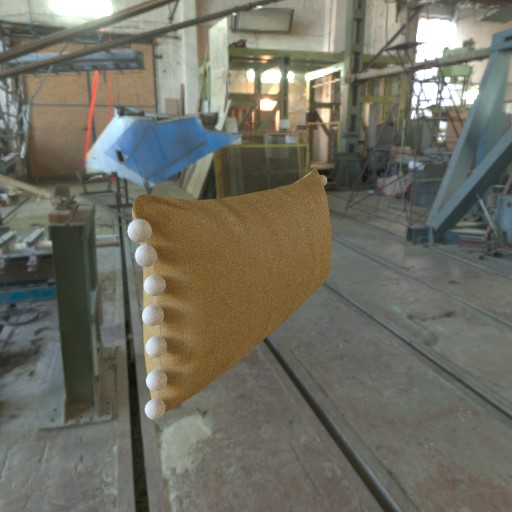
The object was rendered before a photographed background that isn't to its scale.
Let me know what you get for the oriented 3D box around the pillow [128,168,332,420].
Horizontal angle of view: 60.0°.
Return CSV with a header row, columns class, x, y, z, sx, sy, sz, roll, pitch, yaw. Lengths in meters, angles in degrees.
class,x,y,z,sx,sy,sz,roll,pitch,yaw
pillow,0.000,0.000,0.873,0.201,0.322,0.709,8,18,26
